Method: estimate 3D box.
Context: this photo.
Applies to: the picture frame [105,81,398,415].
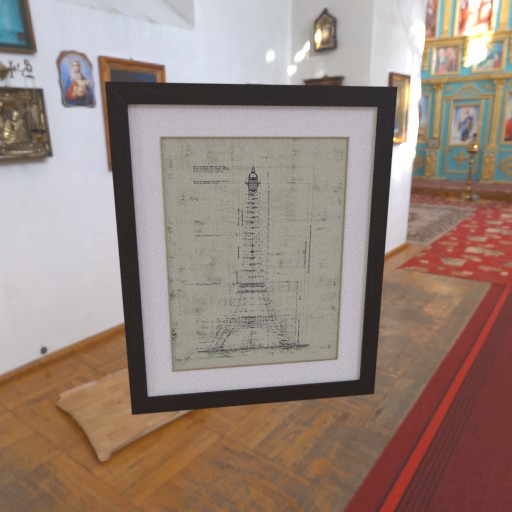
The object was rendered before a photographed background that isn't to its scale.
[{"bbox_3d":[0.000,0.000,0.770,0.452,0.555,0.044,-2,15,-8],"label":"picture frame"}]
